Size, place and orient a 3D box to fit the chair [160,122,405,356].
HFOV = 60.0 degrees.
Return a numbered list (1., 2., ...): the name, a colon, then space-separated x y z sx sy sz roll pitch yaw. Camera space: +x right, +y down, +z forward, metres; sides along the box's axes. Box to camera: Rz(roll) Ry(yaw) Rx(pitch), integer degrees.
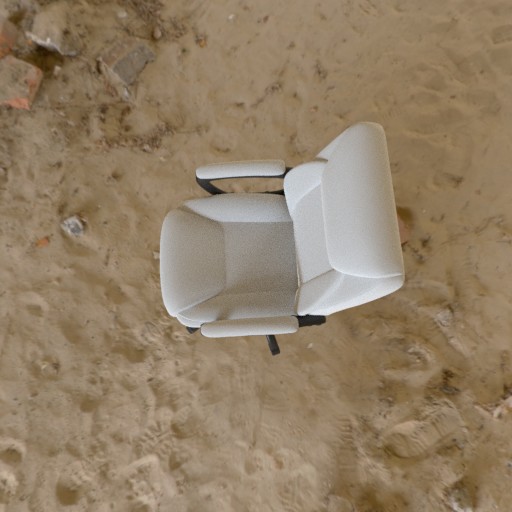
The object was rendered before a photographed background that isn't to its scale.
1. chair: 0.000 0.000 1.523 0.669 1.065 0.663 -3 76 -1
